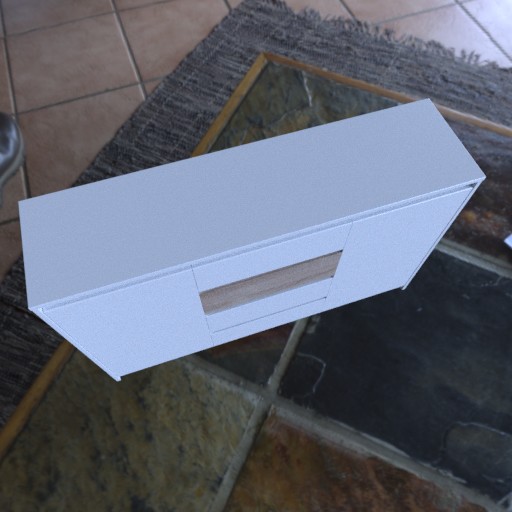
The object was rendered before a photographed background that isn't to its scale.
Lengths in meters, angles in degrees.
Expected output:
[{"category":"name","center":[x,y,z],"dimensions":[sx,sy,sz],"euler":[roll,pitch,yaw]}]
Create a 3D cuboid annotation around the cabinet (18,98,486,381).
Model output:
[{"category":"cabinet","center":[0.000,0.000,1.812],"dimensions":[1.450,0.900,0.380],"euler":[-16,63,-9]}]
